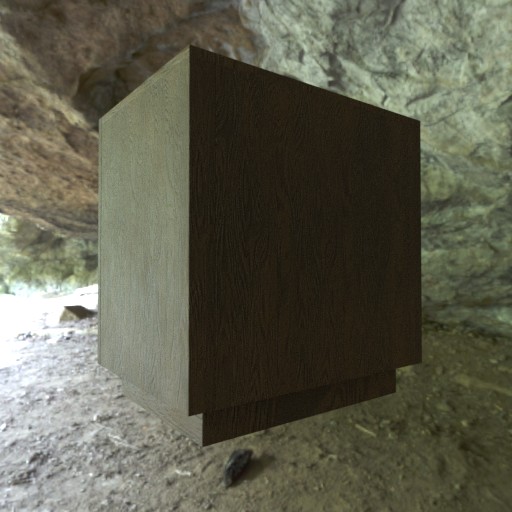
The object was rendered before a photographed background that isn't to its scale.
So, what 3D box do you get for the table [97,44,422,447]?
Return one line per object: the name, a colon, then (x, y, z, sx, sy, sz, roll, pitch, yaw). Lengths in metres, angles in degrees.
table: (0.000, 0.000, 0.960, 0.560, 0.585, 0.439, 1, -1, -37)
